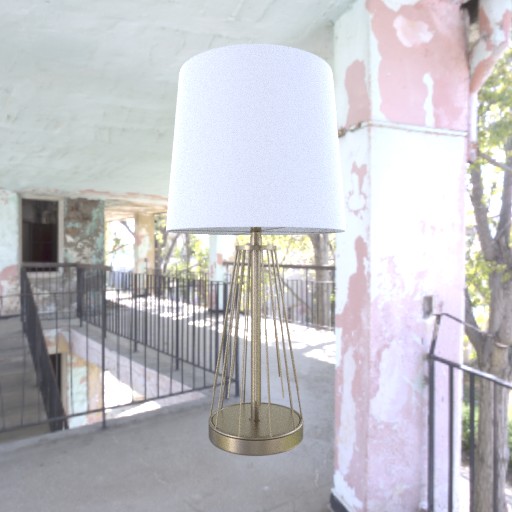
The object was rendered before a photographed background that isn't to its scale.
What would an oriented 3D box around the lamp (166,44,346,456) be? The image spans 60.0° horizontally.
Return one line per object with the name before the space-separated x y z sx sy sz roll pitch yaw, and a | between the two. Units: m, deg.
lamp | 0.000 0.000 0.762 0.303 0.618 0.303 0 0 0
